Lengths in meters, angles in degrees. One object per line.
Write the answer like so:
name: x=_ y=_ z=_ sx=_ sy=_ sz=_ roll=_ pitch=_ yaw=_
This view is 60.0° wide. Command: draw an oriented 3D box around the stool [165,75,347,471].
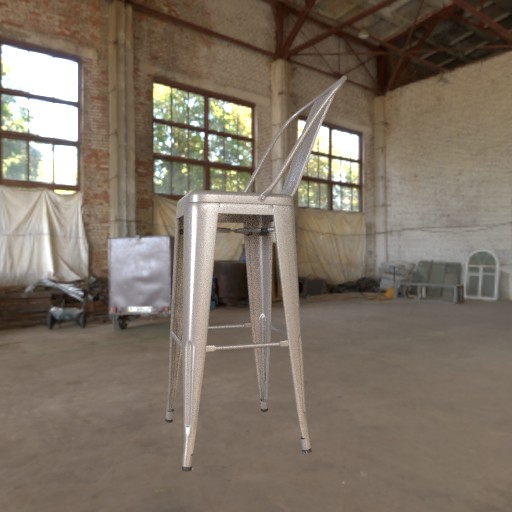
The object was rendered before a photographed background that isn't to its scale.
stool: x=0.000 y=0.000 z=1.373 sx=0.513 sy=1.096 sz=0.399 roll=0 pitch=0 yaw=-18
